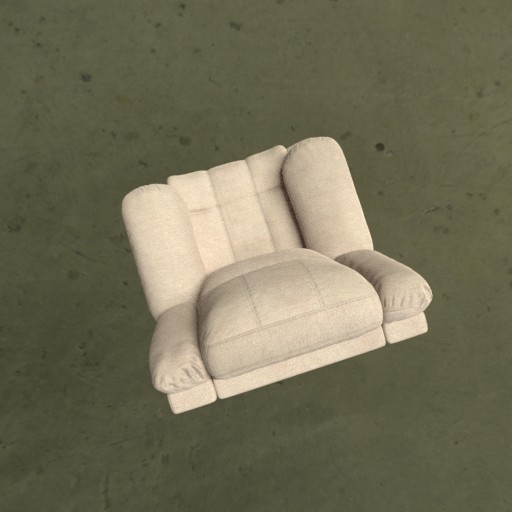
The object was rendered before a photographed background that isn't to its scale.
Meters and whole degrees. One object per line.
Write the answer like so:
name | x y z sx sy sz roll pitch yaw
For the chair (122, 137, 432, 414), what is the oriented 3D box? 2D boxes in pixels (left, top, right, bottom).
chair | 0.000 0.000 1.759 0.899 1.008 0.944 -17 75 -4
